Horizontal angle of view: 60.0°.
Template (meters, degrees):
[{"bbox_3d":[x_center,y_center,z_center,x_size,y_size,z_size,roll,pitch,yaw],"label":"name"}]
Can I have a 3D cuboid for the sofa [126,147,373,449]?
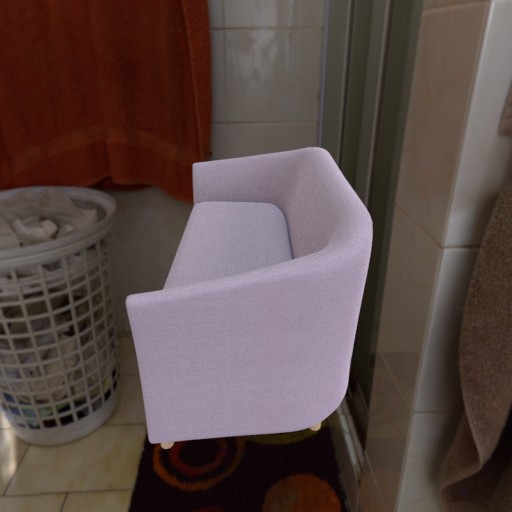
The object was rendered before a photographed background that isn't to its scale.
[{"bbox_3d":[0.000,0.000,1.893,0.705,0.721,1.452,0,26,0],"label":"sofa"}]
